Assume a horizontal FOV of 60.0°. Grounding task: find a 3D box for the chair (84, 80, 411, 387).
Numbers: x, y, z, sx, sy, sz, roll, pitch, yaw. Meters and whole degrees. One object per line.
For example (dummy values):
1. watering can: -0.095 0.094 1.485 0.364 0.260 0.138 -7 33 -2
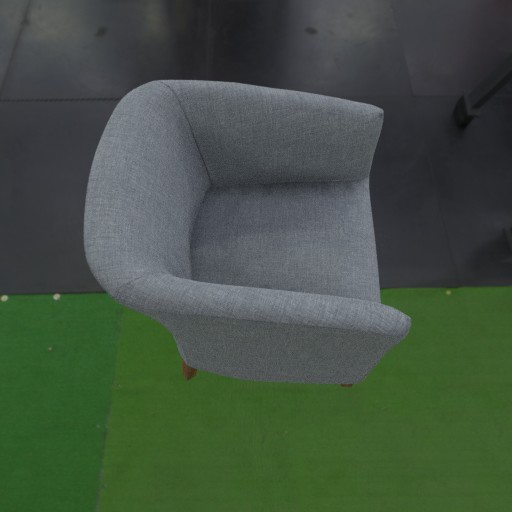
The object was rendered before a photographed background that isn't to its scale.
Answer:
1. chair: 0.000 0.000 1.227 0.668 0.771 0.600 2 63 1
